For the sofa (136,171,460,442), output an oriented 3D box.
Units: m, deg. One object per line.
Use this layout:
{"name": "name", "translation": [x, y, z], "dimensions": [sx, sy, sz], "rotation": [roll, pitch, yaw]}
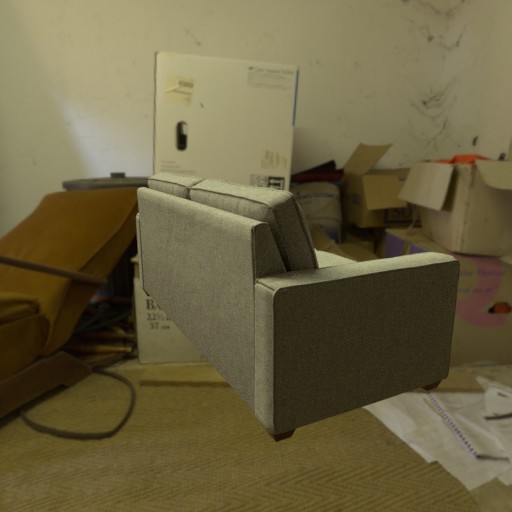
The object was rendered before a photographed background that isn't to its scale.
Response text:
{"name": "sofa", "translation": [0.000, 0.000, 2.596], "dimensions": [0.945, 0.918, 2.078], "rotation": [-7, 15, -27]}
